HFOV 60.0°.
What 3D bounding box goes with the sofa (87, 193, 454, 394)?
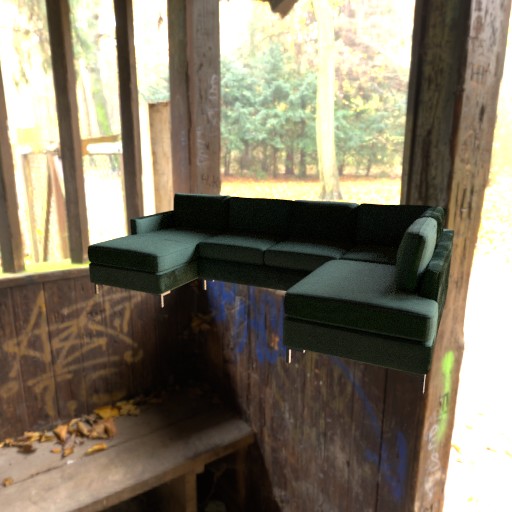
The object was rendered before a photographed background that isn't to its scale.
[{"bbox_3d":[0.000,0.000,4.299,3.434,0.992,2.055,7,15,26],"label":"sofa"}]
